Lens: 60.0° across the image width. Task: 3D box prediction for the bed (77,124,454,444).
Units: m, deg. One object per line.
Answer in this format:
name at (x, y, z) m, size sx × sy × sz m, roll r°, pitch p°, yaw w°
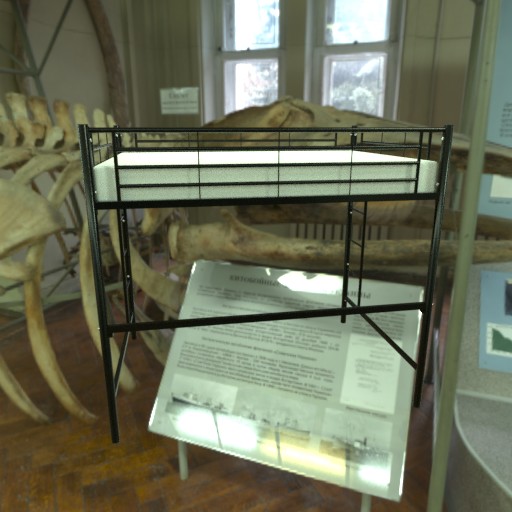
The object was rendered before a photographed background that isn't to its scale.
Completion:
bed at (0.000, 0.000, 3.180) m, size 1.994 × 1.803 × 1.397 m, roll -3°, pitch 16°, yaw -10°
